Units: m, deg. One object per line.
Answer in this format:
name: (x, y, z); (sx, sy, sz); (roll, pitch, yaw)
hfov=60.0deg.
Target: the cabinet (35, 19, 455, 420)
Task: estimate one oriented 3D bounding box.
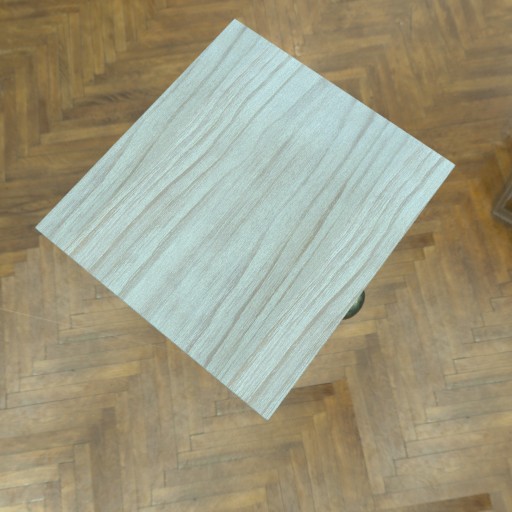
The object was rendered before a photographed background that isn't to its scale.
cabinet: (0.000, 0.000, 0.858); (0.401, 0.579, 0.409); (37, 79, 9)
